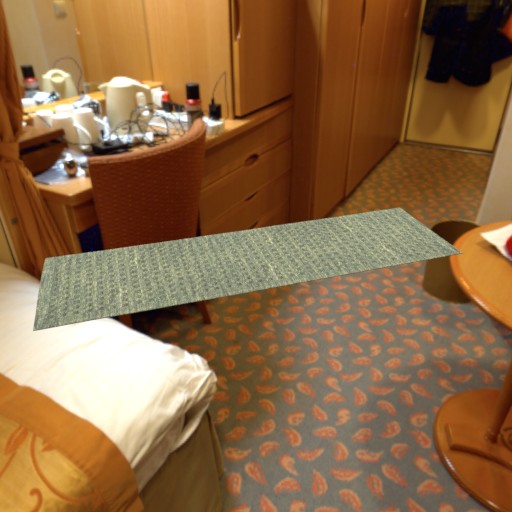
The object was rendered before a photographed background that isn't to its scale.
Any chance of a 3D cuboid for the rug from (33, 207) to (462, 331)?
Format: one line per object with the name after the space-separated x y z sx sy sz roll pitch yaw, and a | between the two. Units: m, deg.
0.000 0.000 2.690 2.443 0.008 0.688 -9 32 -15 | rug
